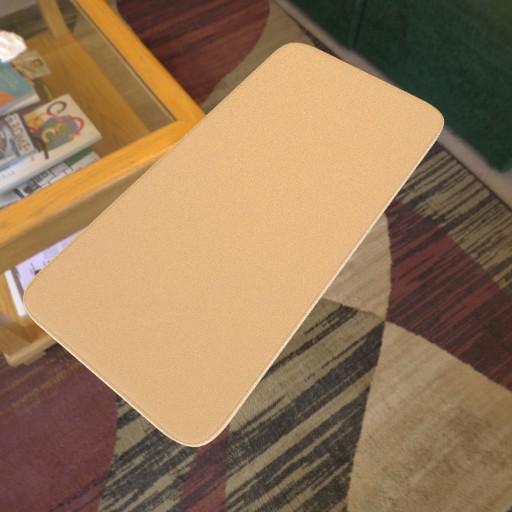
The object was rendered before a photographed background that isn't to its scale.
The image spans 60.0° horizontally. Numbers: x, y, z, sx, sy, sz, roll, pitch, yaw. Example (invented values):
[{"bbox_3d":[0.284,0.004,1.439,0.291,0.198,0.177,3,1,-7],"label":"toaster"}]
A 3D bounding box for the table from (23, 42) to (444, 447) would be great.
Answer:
[{"bbox_3d":[0.000,0.000,1.555,0.610,0.729,1.219,34,68,16],"label":"table"}]
